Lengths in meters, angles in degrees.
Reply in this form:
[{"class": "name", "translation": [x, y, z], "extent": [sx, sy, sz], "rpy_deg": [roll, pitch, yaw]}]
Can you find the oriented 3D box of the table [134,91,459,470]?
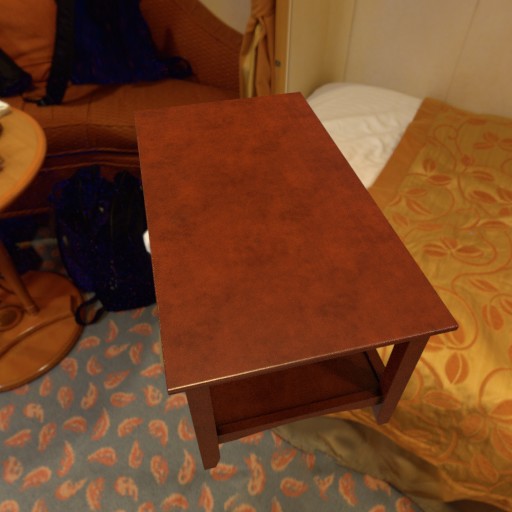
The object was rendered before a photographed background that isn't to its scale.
[{"class": "table", "translation": [0.000, 0.000, 1.243], "extent": [0.533, 0.456, 0.943], "rpy_deg": [-10, 47, -10]}]
